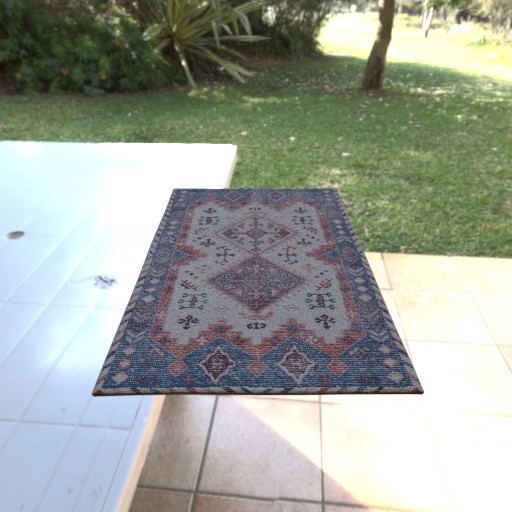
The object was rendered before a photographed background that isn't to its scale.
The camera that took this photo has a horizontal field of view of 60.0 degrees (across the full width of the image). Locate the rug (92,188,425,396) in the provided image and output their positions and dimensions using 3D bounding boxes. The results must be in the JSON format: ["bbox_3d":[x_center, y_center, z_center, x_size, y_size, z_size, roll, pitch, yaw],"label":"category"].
[{"bbox_3d":[0.000,0.000,3.068,1.521,0.023,2.464,0,31,0],"label":"rug"}]
